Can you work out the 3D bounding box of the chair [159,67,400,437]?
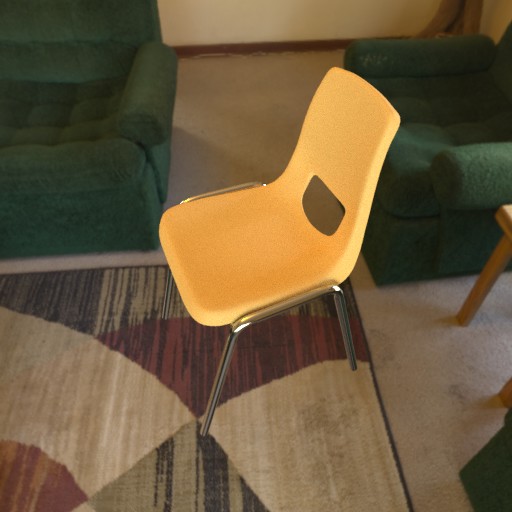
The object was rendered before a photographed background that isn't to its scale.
[{"bbox_3d":[0.000,0.000,0.967,0.436,0.704,0.381,-17,49,-15],"label":"chair"}]
